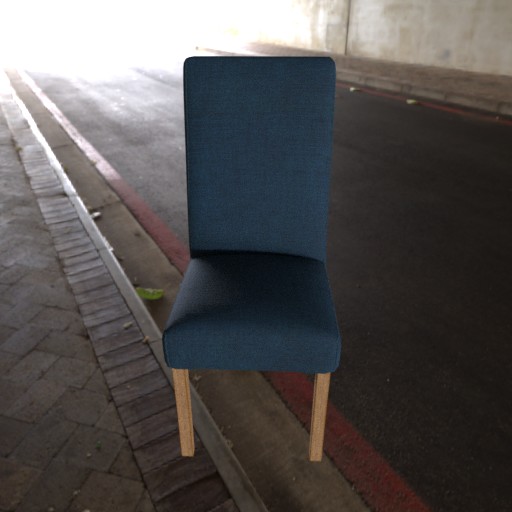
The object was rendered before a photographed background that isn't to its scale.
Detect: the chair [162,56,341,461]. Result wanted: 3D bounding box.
[{"bbox_3d":[0.000,0.000,1.309,0.450,1.029,0.610,1,30,2],"label":"chair"}]
